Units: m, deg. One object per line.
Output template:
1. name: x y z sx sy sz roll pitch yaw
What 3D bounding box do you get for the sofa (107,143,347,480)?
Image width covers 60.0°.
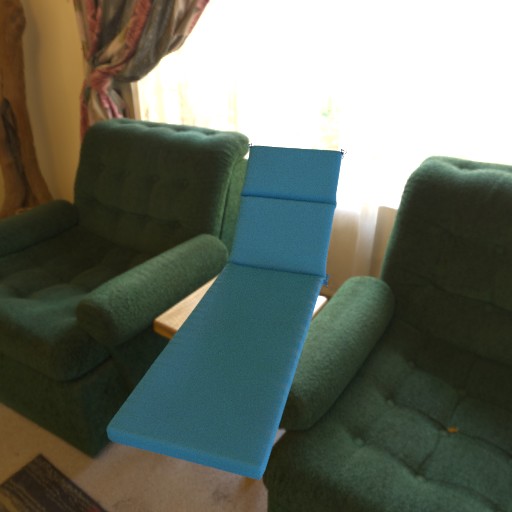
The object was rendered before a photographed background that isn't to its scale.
1. sofa: 0.000 0.000 1.929 0.582 0.622 1.663 7 28 14
